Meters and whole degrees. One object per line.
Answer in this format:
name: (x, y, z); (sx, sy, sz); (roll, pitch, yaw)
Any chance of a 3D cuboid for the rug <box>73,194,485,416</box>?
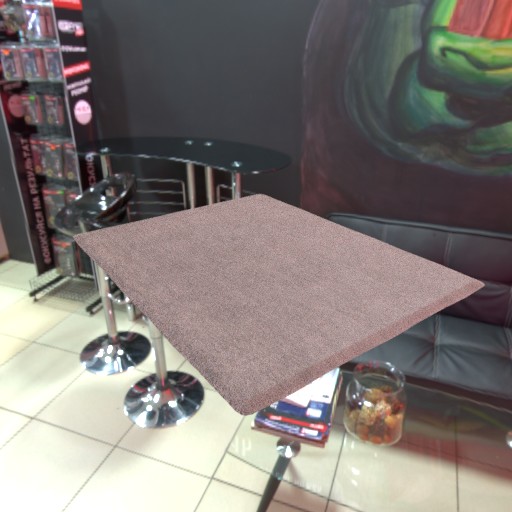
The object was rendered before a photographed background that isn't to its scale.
rug: (0.000, 0.000, 3.868); (2.332, 0.027, 2.933); (-18, 31, -33)
